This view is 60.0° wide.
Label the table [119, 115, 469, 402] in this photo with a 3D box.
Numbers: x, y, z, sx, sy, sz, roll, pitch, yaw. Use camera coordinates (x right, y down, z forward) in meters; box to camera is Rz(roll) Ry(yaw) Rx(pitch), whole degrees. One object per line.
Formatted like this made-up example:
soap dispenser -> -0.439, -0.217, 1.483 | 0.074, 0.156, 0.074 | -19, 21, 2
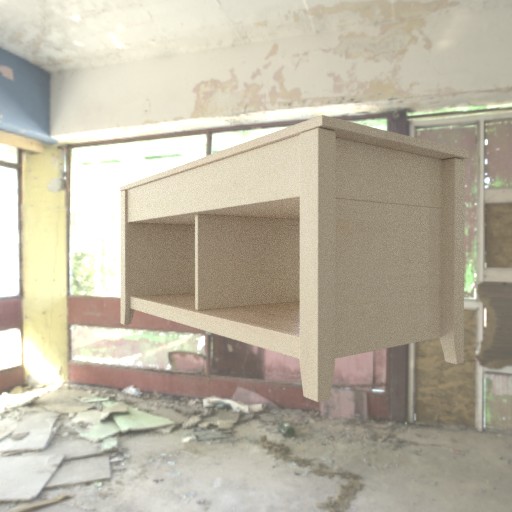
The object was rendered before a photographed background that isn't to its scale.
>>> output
table -> 0.000, 0.000, 1.285 | 0.457, 0.483, 1.016 | 0, 1, -36
